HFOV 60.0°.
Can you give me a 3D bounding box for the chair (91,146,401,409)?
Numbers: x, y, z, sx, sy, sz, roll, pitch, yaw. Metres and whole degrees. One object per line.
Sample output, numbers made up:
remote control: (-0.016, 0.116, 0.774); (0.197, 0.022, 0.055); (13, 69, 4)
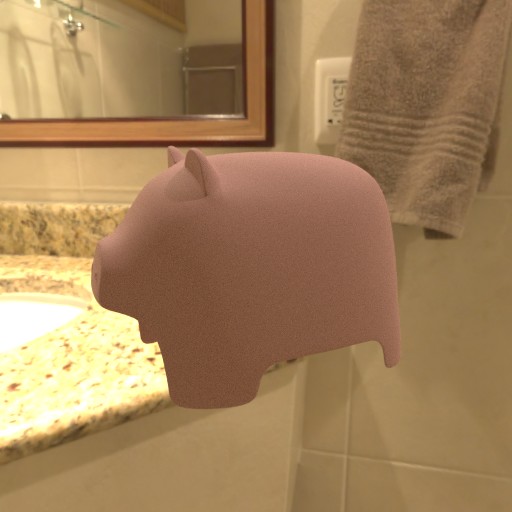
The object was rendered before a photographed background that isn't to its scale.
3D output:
chair: (0.000, 0.000, 0.879); (0.619, 0.423, 0.364); (-7, 17, -24)
